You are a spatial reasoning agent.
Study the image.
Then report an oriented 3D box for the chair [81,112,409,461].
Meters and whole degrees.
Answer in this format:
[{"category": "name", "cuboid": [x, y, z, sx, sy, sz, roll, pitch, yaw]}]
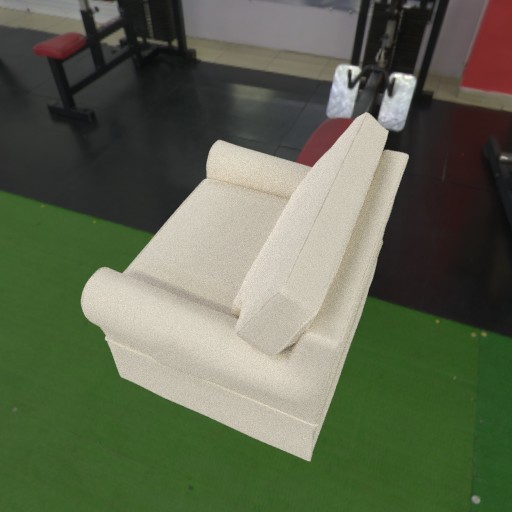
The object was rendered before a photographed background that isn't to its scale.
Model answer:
[{"category": "chair", "cuboid": [0.000, 0.000, 1.795, 0.904, 0.958, 1.099, 18, 49, 16]}]
